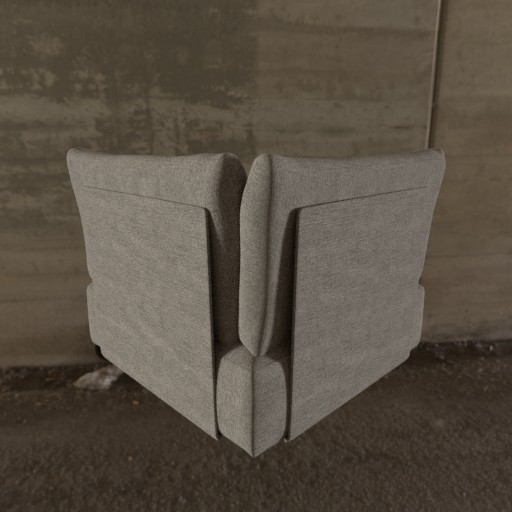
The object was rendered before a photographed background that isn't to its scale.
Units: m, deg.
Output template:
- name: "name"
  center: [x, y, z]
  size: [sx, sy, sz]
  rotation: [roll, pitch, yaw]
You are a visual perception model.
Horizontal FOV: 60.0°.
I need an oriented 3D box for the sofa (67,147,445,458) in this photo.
- name: "sofa"
  center: [0.000, 0.000, 1.711]
  size: [1.000, 0.820, 1.000]
  rotation: [-14, 21, -43]
